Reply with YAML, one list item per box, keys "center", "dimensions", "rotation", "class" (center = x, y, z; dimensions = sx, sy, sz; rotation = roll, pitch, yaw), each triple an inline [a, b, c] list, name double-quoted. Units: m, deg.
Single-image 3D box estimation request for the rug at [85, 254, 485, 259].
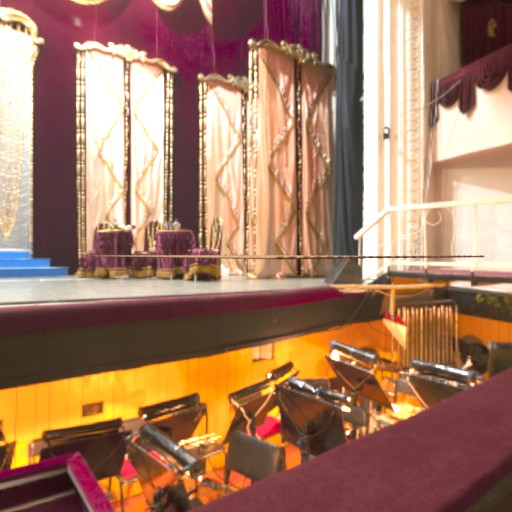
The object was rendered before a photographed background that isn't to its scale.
- center: [0.000, 0.000, 3.869]
  dimensions: [2.030, 0.017, 3.040]
  rotation: [0, 0, -37]
  class: "rug"
